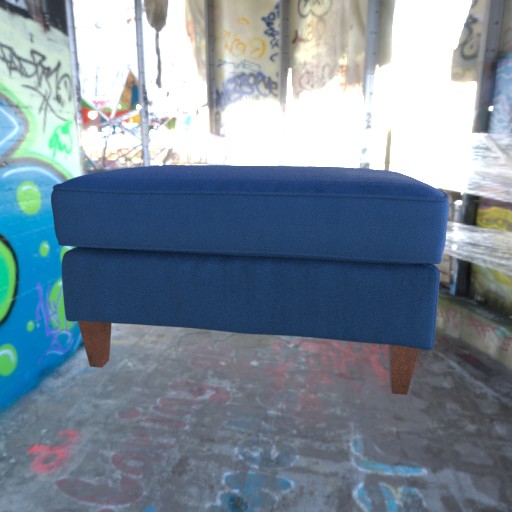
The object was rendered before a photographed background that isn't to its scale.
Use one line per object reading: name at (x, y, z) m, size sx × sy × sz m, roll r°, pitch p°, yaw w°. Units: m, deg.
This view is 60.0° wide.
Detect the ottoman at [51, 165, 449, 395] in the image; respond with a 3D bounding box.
ottoman at (0.000, 0.000, 1.217) m, size 0.862 × 0.484 × 0.583 m, roll 2°, pitch 15°, yaw 9°
